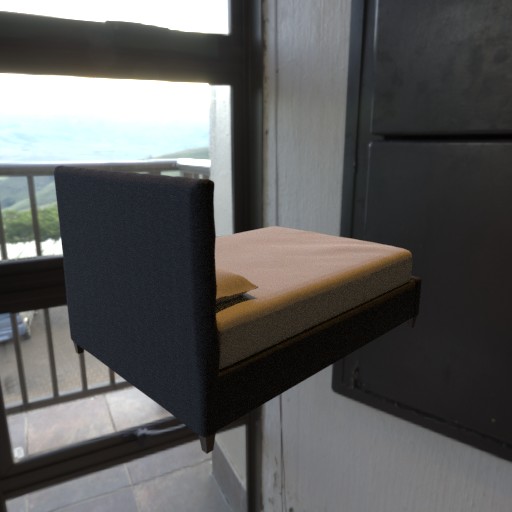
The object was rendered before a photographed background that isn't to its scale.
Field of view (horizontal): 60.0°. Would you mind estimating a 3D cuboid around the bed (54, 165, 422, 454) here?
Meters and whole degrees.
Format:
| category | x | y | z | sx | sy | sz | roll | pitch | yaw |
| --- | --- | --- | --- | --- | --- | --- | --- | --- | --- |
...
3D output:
| category | x | y | z | sx | sy | sz | roll | pitch | yaw |
| --- | --- | --- | --- | --- | --- | --- | --- | --- | --- |
| bed | 0.000 | 0.000 | 3.505 | 2.387 | 1.427 | 1.698 | -14 | 20 | -43 |
